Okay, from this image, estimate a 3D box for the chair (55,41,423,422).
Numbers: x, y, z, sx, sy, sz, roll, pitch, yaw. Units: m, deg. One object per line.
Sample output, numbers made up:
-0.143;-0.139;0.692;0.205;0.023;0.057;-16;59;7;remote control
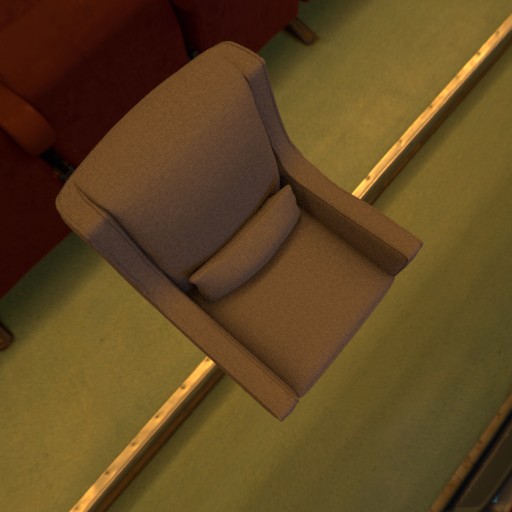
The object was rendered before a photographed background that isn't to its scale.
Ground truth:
0.000;0.000;1.558;0.879;0.993;0.732;40;78;10;chair
